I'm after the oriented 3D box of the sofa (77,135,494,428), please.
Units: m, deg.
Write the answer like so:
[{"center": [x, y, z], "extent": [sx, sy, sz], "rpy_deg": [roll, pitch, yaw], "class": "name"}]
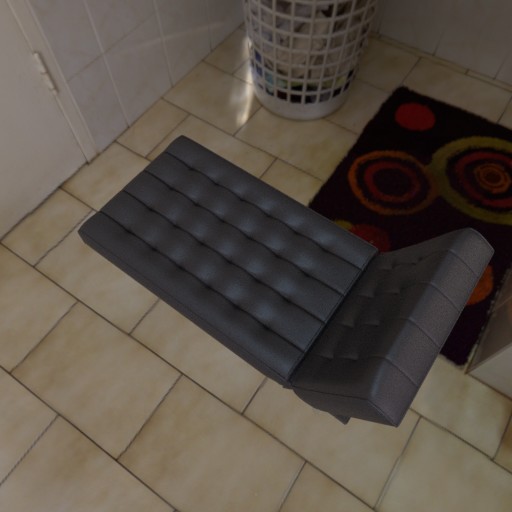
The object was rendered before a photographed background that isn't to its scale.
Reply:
[{"center": [0.000, 0.000, 1.954], "extent": [1.560, 0.820, 0.760], "rpy_deg": [33, 67, 16], "class": "sofa"}]
